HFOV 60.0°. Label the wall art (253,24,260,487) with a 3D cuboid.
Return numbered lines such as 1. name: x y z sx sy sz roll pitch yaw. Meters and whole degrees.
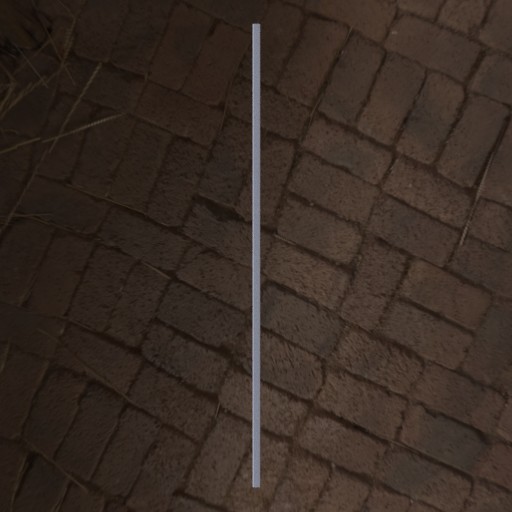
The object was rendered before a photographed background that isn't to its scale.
1. wall art: 0.000 0.000 0.813 0.009 0.559 0.558 0 90 0
